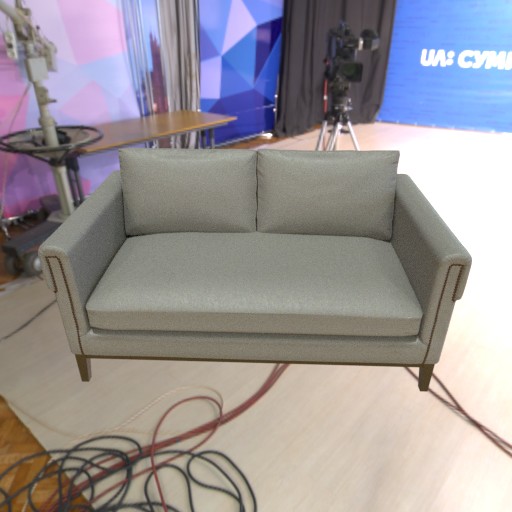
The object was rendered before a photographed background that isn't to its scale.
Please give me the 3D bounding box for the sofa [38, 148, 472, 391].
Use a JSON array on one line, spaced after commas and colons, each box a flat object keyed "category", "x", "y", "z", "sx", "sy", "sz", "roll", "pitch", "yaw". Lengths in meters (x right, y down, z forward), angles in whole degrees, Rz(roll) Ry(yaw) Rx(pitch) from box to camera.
[{"category": "sofa", "x": 0.000, "y": 0.000, "z": 2.087, "sx": 1.598, "sy": 0.873, "sz": 0.899, "roll": 1, "pitch": 30, "yaw": 2}]
